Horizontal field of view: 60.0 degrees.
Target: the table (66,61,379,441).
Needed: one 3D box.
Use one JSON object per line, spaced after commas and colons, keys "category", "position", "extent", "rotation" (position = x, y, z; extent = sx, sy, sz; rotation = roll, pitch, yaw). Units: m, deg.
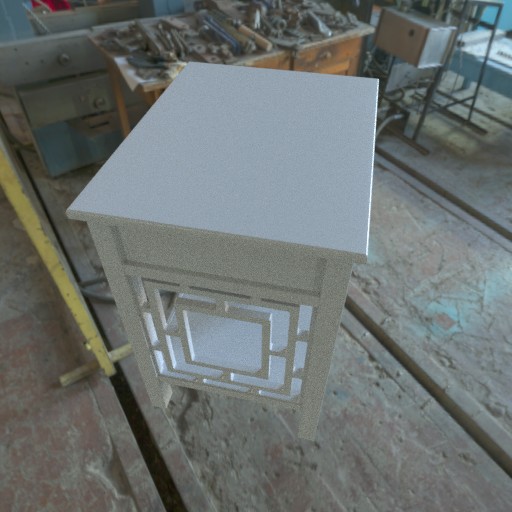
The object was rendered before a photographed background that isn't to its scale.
{"category": "table", "position": [0.000, 0.000, 1.040], "extent": [0.451, 0.646, 0.564], "rotation": [9, 46, 9]}
